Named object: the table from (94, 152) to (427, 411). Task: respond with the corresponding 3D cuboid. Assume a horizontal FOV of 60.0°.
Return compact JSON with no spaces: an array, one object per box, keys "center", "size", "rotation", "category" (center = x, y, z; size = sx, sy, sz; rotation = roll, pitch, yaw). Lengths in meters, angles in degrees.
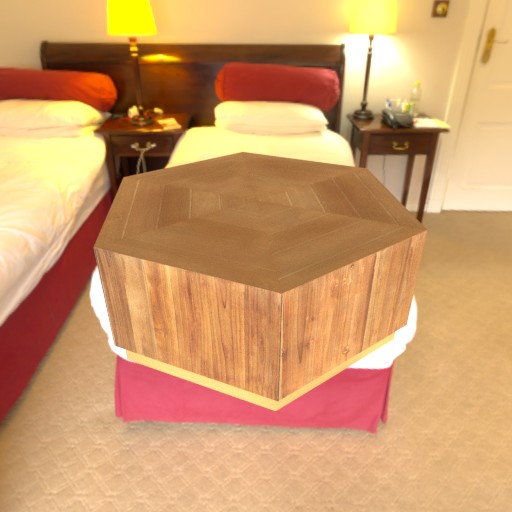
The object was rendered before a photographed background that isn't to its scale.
[{"center":[0.000,0.000,1.679],"size":[1.154,0.456,1.000],"rotation":[-20,36,-31],"category":"table"}]
